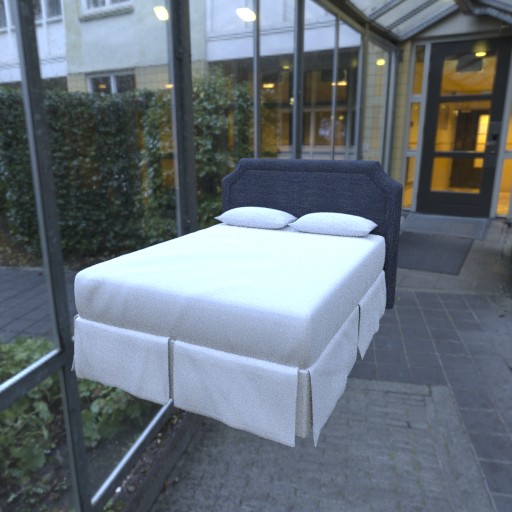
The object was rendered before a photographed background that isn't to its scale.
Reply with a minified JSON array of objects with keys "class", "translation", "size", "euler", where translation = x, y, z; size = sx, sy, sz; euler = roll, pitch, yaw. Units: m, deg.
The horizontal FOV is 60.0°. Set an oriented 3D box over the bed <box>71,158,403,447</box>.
[{"class":"bed","translation":[0.000,0.000,3.196],"size":[1.693,1.290,2.116],"euler":[7,16,25]}]
